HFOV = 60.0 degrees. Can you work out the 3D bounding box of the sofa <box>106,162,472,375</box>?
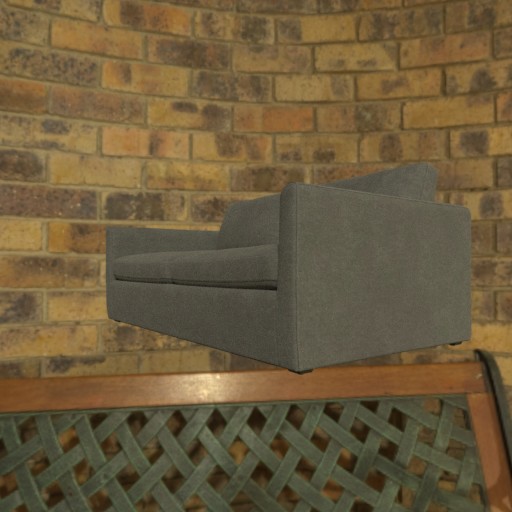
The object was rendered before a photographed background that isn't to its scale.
[{"bbox_3d":[0.000,0.000,2.482,1.091,0.845,1.909,1,-2,-36],"label":"sofa"}]
